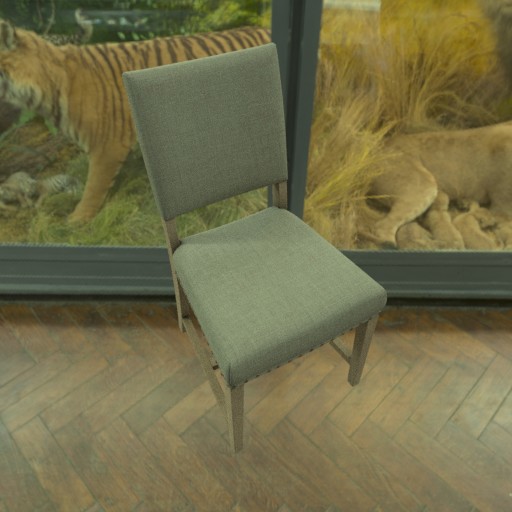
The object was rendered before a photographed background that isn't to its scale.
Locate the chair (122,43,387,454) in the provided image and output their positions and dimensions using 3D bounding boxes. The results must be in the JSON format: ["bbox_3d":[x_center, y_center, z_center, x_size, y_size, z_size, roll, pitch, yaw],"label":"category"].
[{"bbox_3d":[0.000,0.000,1.325,0.508,0.986,0.622,-22,48,-21],"label":"chair"}]
